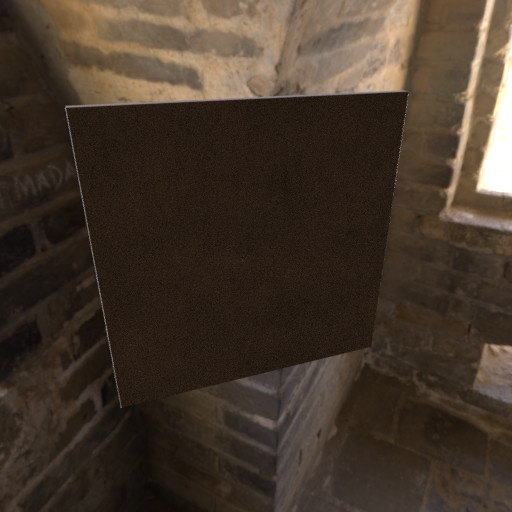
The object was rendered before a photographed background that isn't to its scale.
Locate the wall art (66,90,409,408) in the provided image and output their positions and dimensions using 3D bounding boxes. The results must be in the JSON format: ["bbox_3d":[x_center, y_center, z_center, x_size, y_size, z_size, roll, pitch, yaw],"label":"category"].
[{"bbox_3d":[0.000,0.000,0.976,0.664,0.661,0.020,-9,28,-17],"label":"wall art"}]
